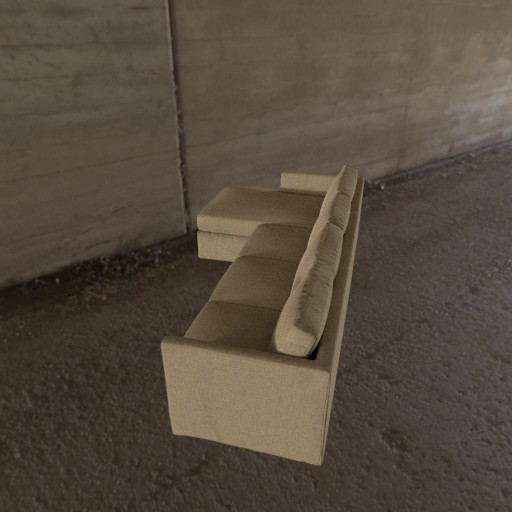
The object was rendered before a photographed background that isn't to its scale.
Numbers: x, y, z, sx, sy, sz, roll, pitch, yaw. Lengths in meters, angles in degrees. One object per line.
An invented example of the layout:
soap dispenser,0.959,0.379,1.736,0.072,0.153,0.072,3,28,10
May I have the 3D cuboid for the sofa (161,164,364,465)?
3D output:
sofa,0.000,0.000,3.844,1.638,0.920,3.198,7,29,13
